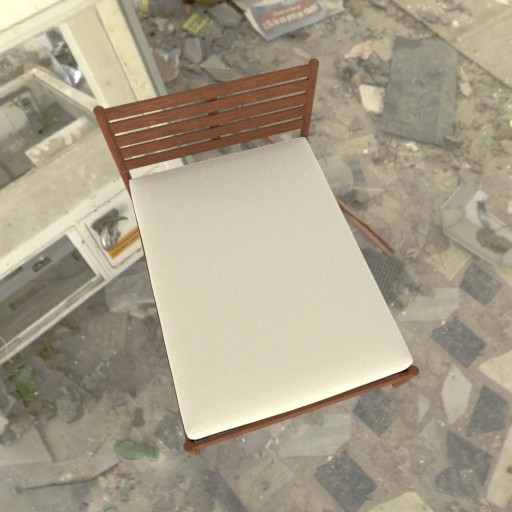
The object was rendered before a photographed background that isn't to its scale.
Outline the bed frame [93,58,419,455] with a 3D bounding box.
[{"bbox_3d":[0.000,0.000,3.244,1.655,1.321,2.234,-16,63,-8],"label":"bed frame"}]
